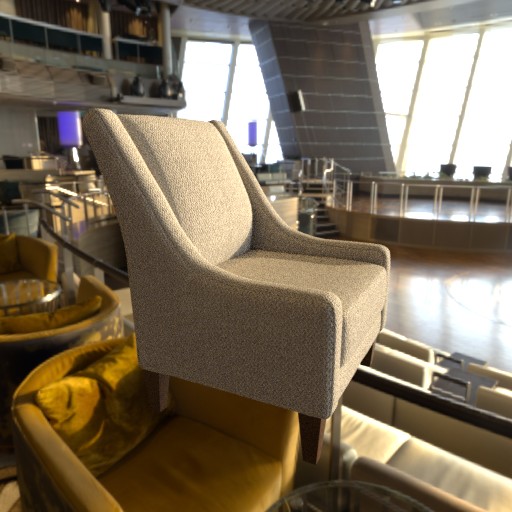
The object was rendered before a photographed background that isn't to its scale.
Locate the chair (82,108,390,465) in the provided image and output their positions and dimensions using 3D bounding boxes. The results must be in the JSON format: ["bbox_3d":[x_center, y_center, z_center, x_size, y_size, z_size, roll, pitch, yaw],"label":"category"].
[{"bbox_3d":[0.000,0.000,1.635,0.870,1.014,0.774,7,15,26],"label":"chair"}]
